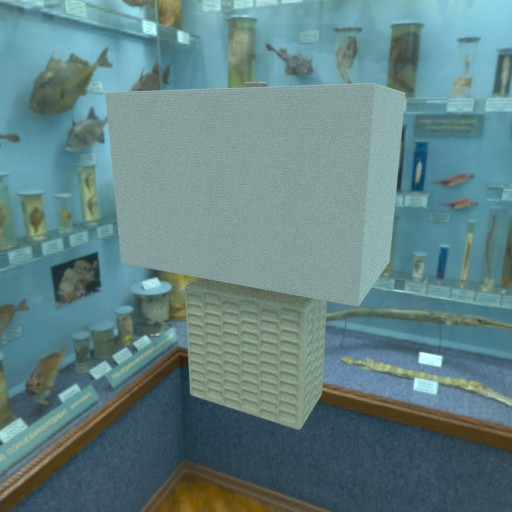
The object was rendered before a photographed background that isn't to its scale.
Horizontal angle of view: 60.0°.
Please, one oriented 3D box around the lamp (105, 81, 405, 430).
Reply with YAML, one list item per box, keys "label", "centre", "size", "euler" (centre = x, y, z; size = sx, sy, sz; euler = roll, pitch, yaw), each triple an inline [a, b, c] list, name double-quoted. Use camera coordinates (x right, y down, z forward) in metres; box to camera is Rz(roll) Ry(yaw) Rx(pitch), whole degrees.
- label: "lamp"
  centre: [0.000, 0.000, 0.704]
  size: [0.380, 0.515, 0.200]
  euler: [8, 19, 25]
